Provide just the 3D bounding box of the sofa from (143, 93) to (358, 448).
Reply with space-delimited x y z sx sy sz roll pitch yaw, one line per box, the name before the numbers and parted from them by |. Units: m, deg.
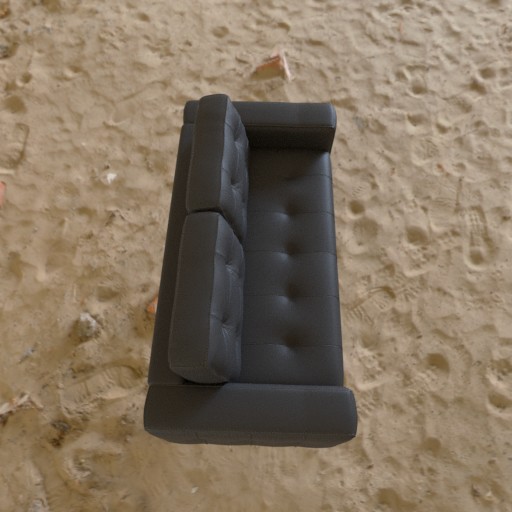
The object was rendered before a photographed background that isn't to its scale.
sofa | 0.000 0.000 2.208 0.833 0.893 1.726 1 64 1
